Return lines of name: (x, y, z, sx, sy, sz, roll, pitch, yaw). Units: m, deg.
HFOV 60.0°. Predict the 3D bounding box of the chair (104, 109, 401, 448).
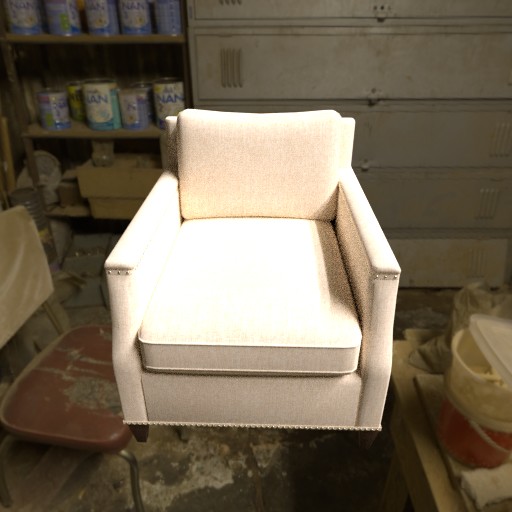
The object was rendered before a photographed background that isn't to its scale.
chair: (0.000, 0.000, 1.694, 0.838, 0.940, 1.041, 1, 30, 2)
